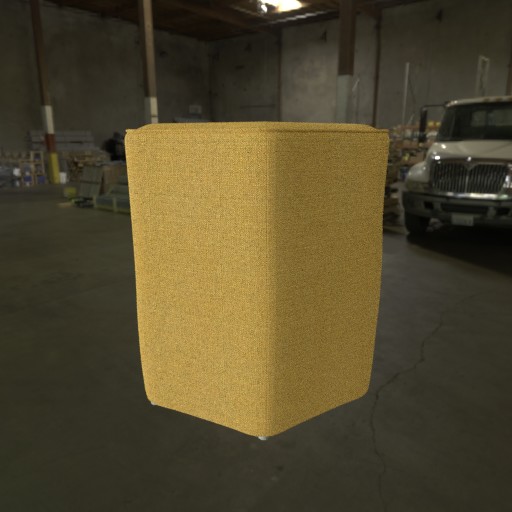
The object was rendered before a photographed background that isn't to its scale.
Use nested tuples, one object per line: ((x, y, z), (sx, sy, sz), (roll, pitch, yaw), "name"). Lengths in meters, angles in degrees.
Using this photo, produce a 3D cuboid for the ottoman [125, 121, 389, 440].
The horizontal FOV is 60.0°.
((0.000, 0.000, 0.888), (0.494, 0.502, 0.443), (7, 16, 25), "ottoman")
